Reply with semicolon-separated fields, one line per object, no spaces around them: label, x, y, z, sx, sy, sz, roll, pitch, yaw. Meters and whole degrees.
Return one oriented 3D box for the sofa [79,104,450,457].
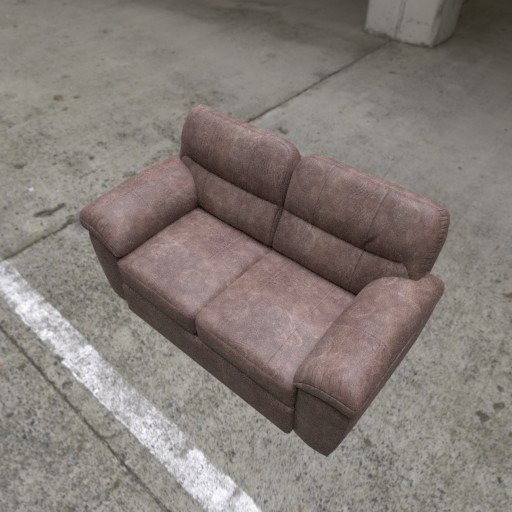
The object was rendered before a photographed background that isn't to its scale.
sofa;0.000;0.000;2.341;1.753;0.991;0.991;31;52;27
